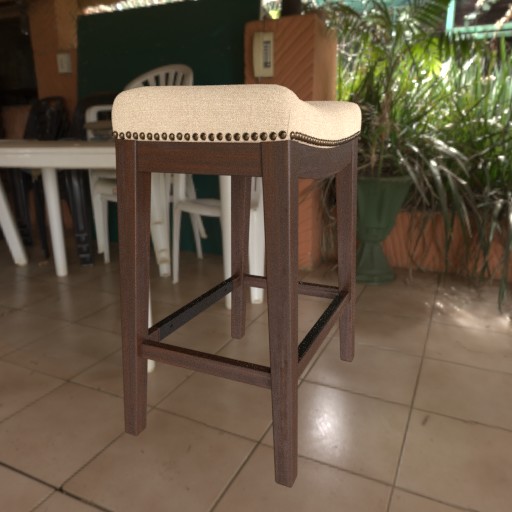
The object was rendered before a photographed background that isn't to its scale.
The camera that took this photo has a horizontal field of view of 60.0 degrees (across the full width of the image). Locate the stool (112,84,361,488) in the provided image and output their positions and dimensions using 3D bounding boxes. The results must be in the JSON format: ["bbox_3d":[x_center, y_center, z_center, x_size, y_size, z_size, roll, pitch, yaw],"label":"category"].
[{"bbox_3d":[0.000,0.000,0.971,0.363,0.669,0.509,7,17,23],"label":"stool"}]
